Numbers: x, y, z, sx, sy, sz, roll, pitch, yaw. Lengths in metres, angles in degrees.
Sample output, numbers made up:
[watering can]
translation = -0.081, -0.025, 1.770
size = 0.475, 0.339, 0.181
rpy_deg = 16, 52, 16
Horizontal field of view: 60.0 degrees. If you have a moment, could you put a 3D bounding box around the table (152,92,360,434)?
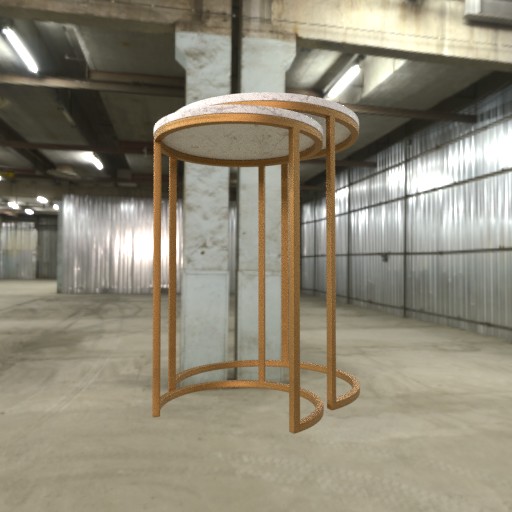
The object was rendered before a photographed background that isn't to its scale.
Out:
[table]
translation = 0.000, 0.000, 0.897
size = 0.400, 0.550, 0.507
rpy_deg = 0, -1, 18
